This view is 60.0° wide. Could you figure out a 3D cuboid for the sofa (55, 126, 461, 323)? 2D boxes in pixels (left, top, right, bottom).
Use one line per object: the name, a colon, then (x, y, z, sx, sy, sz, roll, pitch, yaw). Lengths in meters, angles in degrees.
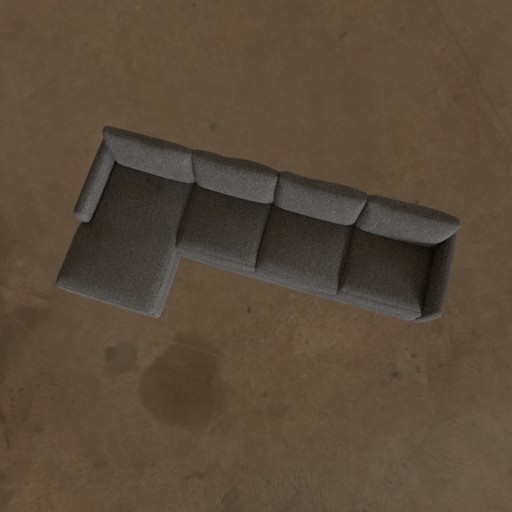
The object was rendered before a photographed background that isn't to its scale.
sofa: (0.000, 0.000, 3.520, 2.932, 0.810, 1.350, 15, 76, 4)
